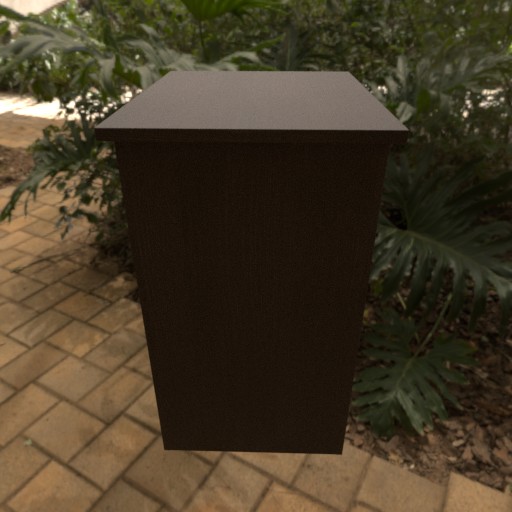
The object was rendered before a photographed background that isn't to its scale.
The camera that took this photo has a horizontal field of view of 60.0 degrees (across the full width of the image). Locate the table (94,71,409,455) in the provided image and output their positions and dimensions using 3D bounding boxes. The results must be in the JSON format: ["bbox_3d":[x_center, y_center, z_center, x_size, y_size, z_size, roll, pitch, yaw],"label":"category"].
[{"bbox_3d":[0.000,0.000,0.901,0.381,0.635,0.480,1,30,1],"label":"table"}]
